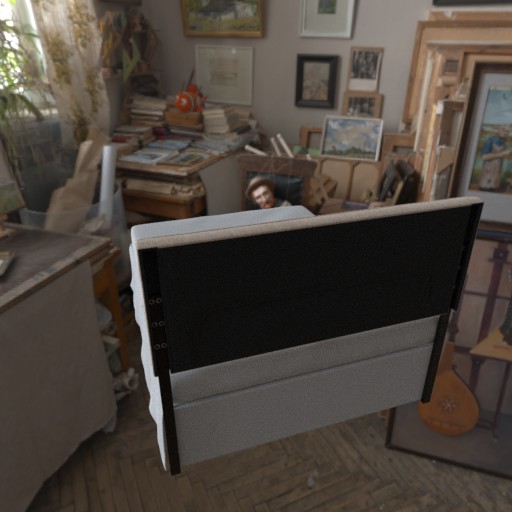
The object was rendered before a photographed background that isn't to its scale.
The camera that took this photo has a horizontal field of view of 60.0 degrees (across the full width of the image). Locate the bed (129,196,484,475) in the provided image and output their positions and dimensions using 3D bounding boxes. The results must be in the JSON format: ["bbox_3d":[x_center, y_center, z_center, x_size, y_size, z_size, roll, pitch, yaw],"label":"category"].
[{"bbox_3d":[0.000,0.000,2.945,1.643,1.270,1.978,-9,28,-17],"label":"bed"}]
